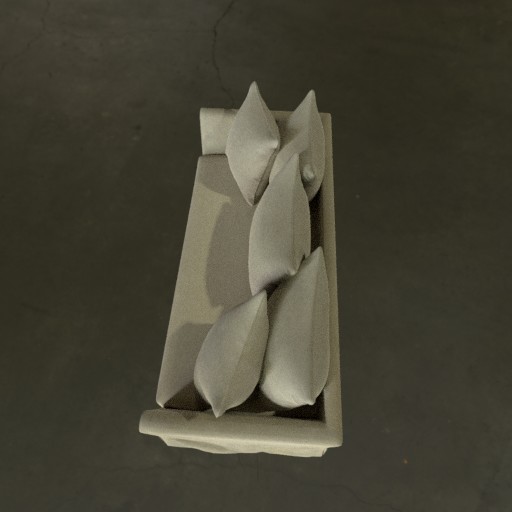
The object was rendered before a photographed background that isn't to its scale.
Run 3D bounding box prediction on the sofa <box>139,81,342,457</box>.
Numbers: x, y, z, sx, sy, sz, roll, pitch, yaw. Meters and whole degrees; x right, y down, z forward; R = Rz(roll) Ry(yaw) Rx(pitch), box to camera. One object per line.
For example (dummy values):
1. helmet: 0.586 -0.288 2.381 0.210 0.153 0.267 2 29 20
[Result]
1. sofa: 0.000 0.000 2.864 1.031 1.034 2.290 3 58 2
